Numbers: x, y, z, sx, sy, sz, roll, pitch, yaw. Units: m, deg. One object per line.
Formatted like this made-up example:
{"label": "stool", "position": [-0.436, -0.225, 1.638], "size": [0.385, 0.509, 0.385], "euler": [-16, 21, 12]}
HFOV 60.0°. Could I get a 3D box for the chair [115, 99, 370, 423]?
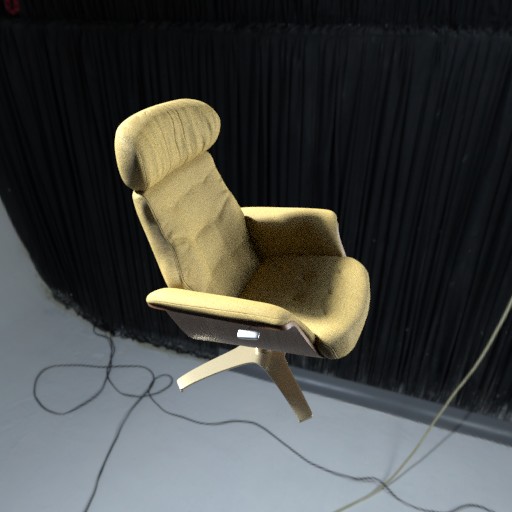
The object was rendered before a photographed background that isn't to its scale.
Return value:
{"label": "chair", "position": [0.000, 0.000, 1.608], "size": [0.837, 0.995, 0.785], "euler": [11, 32, 17]}
